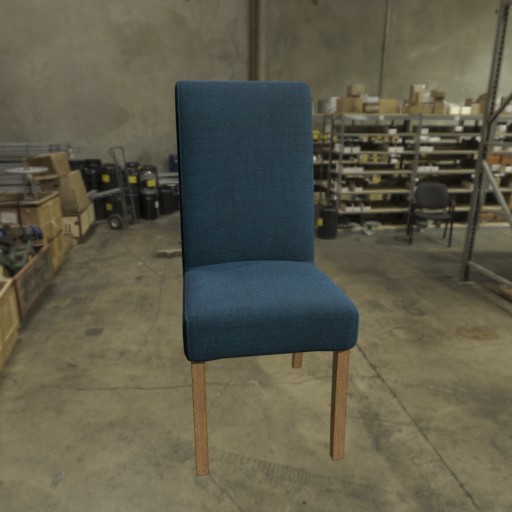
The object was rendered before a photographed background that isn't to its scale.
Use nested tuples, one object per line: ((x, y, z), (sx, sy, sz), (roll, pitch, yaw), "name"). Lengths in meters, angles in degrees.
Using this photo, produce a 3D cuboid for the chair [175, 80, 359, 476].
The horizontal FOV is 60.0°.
((0.000, 0.000, 1.345), (0.450, 1.029, 0.610), (-3, 18, -8), "chair")
